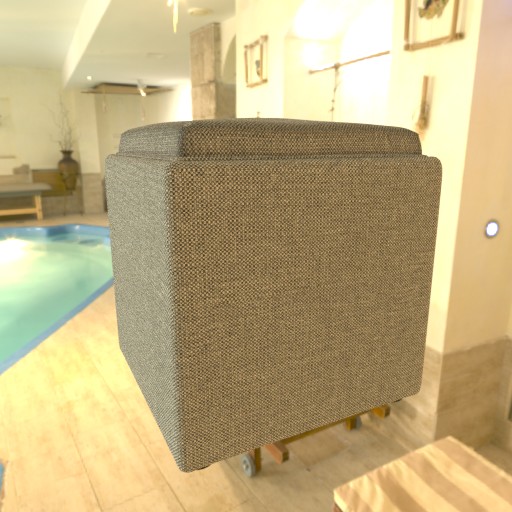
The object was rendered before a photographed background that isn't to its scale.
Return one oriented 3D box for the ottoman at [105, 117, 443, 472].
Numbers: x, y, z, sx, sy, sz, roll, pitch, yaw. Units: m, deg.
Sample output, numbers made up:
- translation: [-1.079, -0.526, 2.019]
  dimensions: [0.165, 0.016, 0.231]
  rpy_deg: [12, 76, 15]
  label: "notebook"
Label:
- translation: [0.000, 0.000, 0.827]
  dimensions: [0.454, 0.487, 0.436]
  rpy_deg: [-7, 16, -26]
  label: "ottoman"
